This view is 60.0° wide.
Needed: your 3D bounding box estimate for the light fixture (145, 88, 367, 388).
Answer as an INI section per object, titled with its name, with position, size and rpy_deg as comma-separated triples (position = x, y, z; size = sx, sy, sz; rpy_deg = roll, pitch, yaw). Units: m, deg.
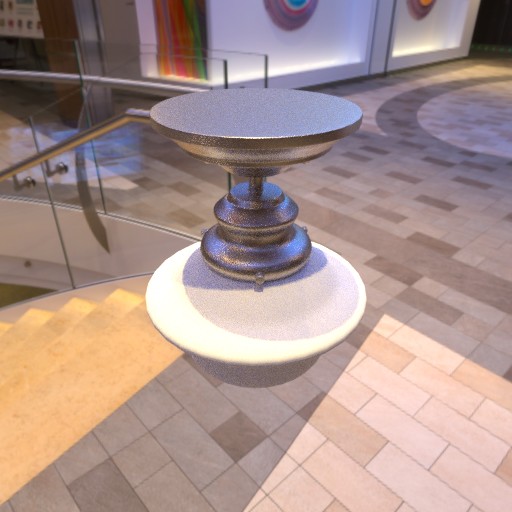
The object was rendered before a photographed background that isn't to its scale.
[light fixture]
position = 0.000, 0.000, 0.390
size = 0.199, 0.254, 0.199
rpy_deg = 0, 31, 0
